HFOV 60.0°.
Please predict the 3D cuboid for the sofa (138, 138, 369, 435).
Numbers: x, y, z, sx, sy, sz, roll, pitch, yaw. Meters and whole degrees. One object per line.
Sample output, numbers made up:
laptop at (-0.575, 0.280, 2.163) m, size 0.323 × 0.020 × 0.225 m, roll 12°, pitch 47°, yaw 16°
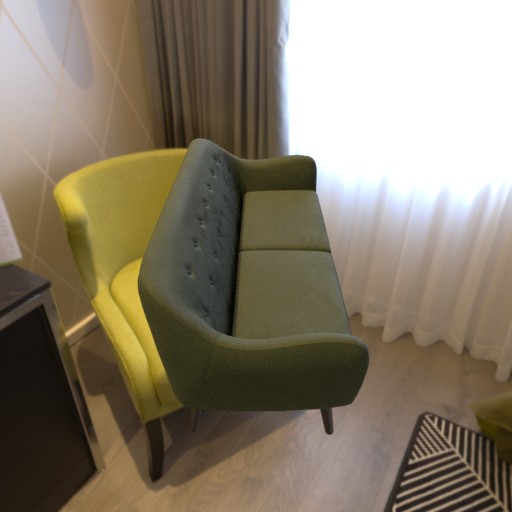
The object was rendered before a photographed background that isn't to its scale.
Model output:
sofa at (0.000, 0.000, 2.347) m, size 0.820 × 0.836 × 1.840 m, roll 0°, pitch 33°, yaw 1°
